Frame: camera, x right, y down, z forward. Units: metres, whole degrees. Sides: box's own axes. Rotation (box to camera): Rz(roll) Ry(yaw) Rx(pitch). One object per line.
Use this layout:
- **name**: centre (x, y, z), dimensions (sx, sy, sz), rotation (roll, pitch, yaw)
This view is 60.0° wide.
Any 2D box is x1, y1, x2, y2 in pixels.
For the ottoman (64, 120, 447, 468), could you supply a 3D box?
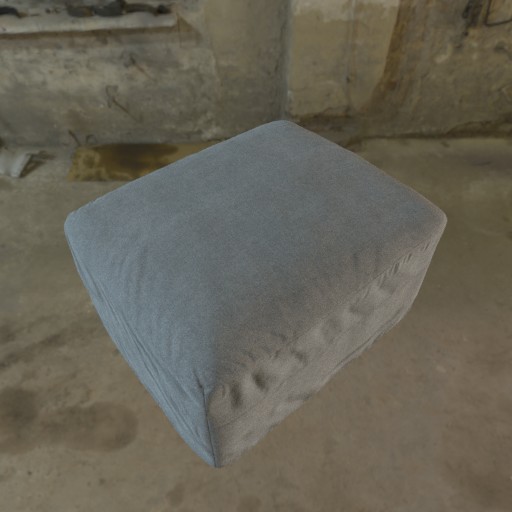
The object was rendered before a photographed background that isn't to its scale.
- **ottoman**: centre (0.000, 0.000, 1.257), dimensions (0.837, 0.481, 0.683), rotation (-31, 54, -26)
